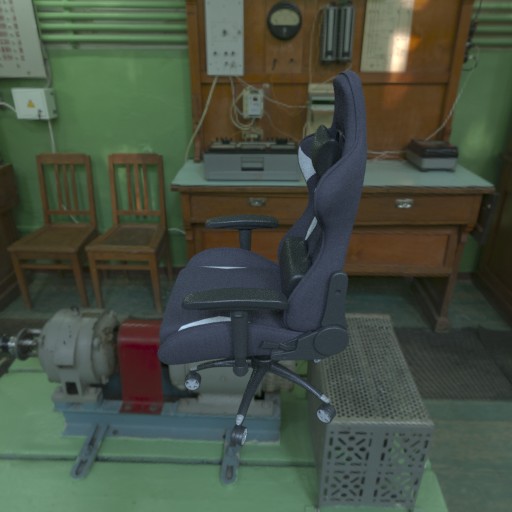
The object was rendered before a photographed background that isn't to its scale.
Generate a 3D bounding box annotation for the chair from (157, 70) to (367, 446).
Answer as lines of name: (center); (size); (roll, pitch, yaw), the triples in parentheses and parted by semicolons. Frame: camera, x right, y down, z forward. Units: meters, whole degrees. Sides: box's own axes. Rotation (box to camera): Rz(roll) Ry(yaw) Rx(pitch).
chair: (0.000, 0.000, 1.683); (0.695, 1.300, 0.730); (0, 26, 0)
